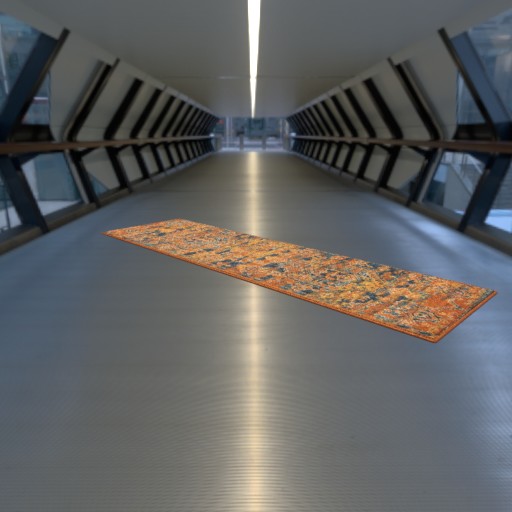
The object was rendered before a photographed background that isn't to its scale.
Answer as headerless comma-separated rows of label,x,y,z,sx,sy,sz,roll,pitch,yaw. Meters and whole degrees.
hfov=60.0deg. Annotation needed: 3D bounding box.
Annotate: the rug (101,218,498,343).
rug,0.000,0.000,2.442,2.274,0.016,0.651,15,22,42
